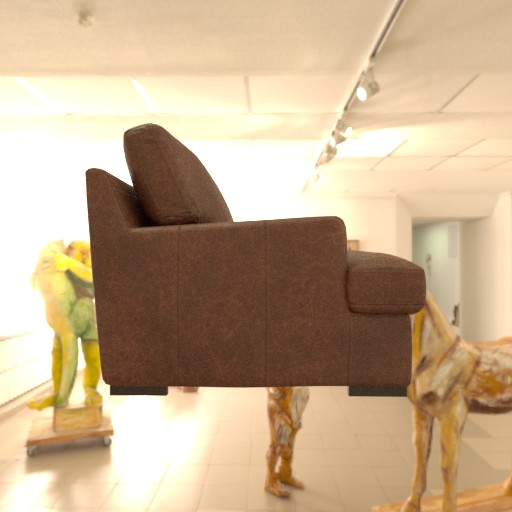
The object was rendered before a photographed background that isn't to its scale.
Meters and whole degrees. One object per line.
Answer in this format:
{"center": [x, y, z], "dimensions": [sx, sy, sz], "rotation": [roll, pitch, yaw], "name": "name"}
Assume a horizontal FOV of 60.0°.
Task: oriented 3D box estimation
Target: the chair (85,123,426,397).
{"center": [0.000, 0.000, 2.004], "dimensions": [1.143, 0.939, 1.168], "rotation": [0, -1, 1], "name": "chair"}
